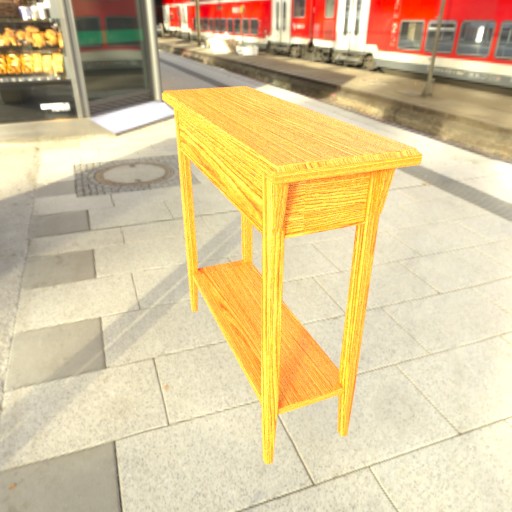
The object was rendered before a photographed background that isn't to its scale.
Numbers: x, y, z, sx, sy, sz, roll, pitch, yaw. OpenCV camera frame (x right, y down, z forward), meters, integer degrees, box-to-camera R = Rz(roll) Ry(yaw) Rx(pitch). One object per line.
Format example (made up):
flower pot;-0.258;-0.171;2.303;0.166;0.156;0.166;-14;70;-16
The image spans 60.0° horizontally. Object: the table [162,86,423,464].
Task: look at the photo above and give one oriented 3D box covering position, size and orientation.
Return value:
table;0.000;0.000;1.130;0.254;0.711;0.762;-11;30;-19
